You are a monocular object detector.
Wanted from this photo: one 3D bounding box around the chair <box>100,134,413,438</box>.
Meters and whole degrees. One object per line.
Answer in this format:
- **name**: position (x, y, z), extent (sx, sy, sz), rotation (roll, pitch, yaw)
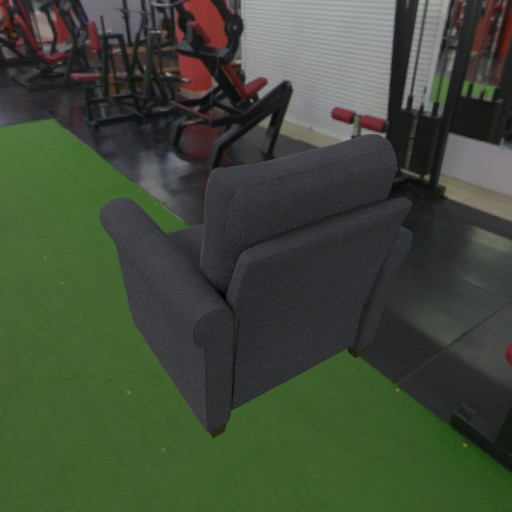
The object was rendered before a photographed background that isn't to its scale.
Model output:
- **chair**: position (0.000, 0.000, 1.635), extent (0.867, 0.942, 0.828), rotation (-20, 37, -28)
